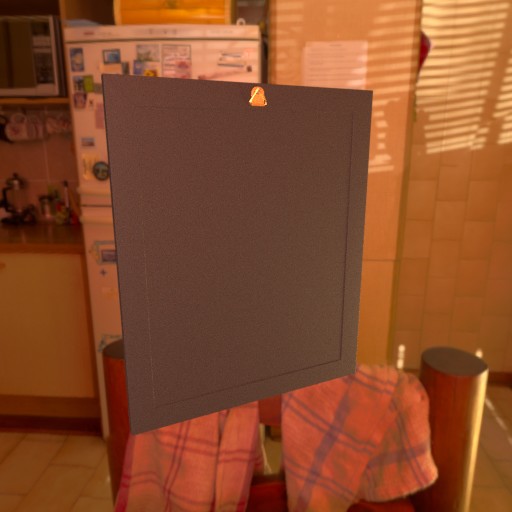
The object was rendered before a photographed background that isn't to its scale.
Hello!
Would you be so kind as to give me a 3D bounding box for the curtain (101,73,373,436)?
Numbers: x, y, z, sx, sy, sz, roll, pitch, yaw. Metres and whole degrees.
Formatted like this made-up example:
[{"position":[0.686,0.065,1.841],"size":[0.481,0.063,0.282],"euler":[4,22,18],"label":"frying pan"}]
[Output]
[{"position":[0.000,0.000,0.801],"size":[0.483,0.585,0.027],"euler":[-7,16,-25],"label":"curtain"}]
